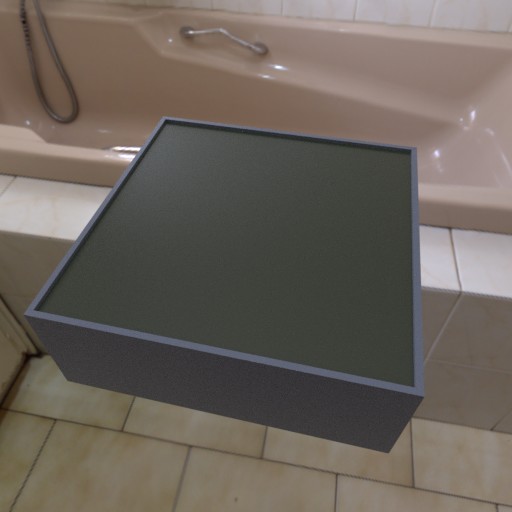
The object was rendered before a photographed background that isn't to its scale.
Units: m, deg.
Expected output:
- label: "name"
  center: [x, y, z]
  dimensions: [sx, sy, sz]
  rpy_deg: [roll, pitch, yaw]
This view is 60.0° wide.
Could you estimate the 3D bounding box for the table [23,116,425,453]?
- label: "table"
  center: [0.000, 0.000, 1.227]
  dimensions: [0.801, 0.299, 0.801]
  rpy_deg: [10, 48, 9]
